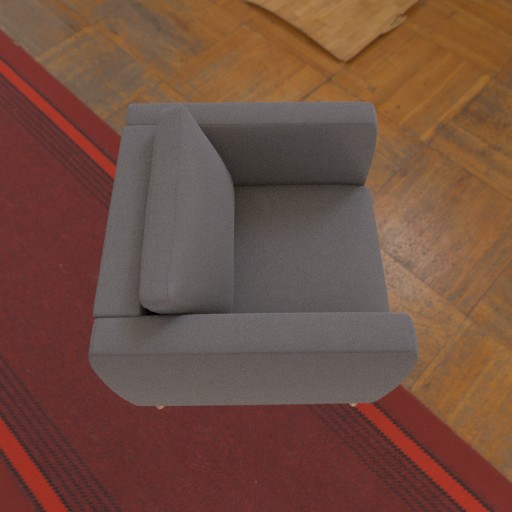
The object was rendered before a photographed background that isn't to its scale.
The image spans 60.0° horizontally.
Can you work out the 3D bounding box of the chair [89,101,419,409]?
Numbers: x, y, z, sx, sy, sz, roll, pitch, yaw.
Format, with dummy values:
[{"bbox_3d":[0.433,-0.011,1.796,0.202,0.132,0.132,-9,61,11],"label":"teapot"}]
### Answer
[{"bbox_3d":[0.000,0.000,1.654,0.930,0.860,1.000,-1,63,0],"label":"chair"}]
